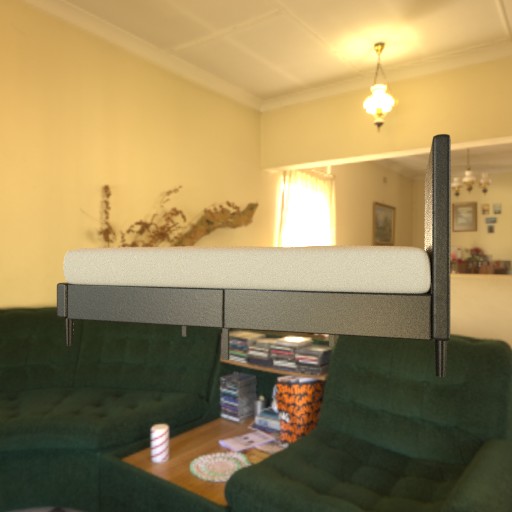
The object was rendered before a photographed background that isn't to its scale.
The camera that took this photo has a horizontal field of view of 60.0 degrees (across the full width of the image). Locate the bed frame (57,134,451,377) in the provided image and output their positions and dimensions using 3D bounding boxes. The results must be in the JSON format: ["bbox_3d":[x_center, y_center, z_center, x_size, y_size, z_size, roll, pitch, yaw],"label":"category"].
[{"bbox_3d":[0.000,0.000,2.562,2.152,1.046,1.038,0,0,19],"label":"bed frame"}]
